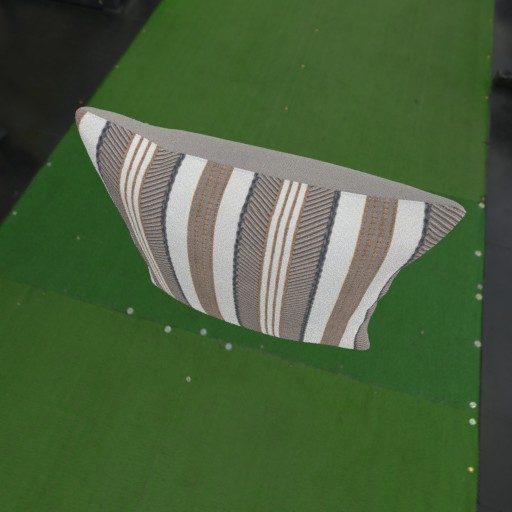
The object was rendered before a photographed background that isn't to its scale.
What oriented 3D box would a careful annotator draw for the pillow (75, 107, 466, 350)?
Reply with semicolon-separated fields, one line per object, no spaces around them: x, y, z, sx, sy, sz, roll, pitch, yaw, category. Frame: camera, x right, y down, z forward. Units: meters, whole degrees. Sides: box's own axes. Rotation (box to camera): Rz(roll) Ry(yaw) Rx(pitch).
0.000;0.000;0.617;0.416;0.401;0.173;17;61;9;pillow
